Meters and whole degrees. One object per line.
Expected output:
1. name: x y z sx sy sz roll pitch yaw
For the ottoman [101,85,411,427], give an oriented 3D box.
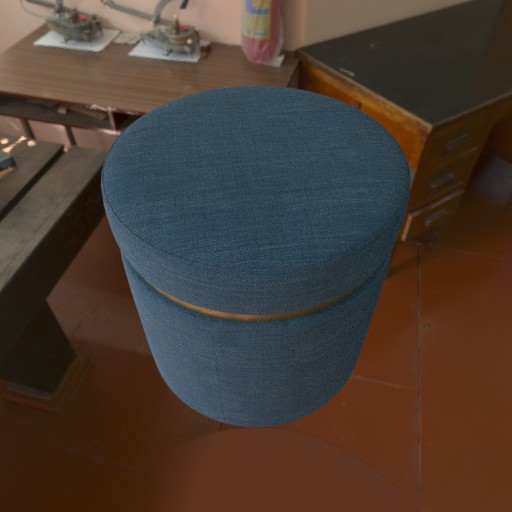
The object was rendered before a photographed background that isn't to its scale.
1. ottoman: 0.000 0.000 0.709 0.398 0.406 0.398 0 47 0
